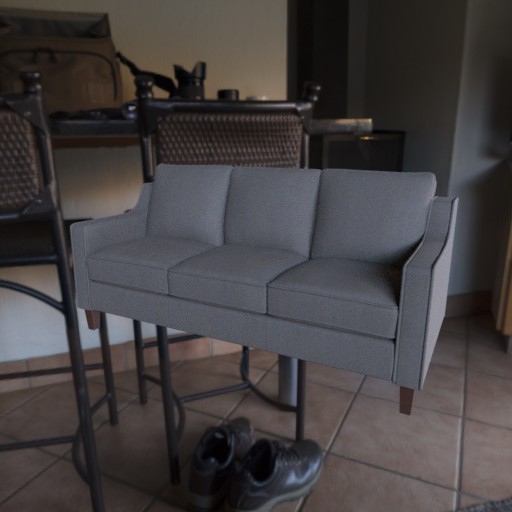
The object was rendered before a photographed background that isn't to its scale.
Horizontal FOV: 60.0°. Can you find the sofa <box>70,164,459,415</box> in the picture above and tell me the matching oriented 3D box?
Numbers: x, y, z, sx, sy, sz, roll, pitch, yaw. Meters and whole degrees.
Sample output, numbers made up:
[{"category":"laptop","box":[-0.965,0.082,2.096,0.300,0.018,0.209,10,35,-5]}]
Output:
[{"category":"sofa","box":[0.000,0.000,2.524,1.986,0.974,0.911,8,16,27]}]
